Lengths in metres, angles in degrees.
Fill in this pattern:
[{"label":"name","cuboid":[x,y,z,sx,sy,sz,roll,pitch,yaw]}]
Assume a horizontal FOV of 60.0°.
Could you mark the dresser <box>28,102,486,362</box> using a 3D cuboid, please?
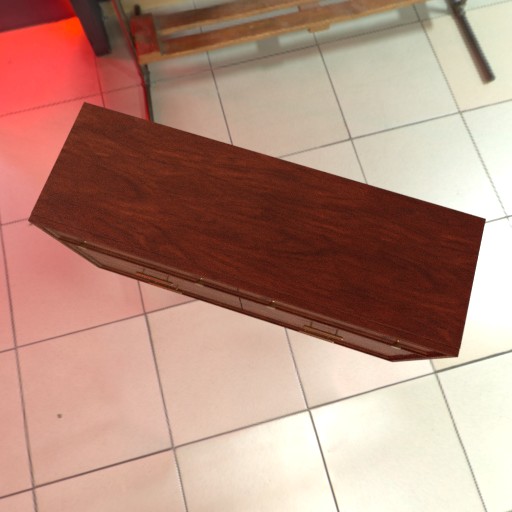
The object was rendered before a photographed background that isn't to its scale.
[{"label":"dresser","cuboid":[0.000,0.000,1.924,1.472,0.889,0.500,17,76,4]}]
